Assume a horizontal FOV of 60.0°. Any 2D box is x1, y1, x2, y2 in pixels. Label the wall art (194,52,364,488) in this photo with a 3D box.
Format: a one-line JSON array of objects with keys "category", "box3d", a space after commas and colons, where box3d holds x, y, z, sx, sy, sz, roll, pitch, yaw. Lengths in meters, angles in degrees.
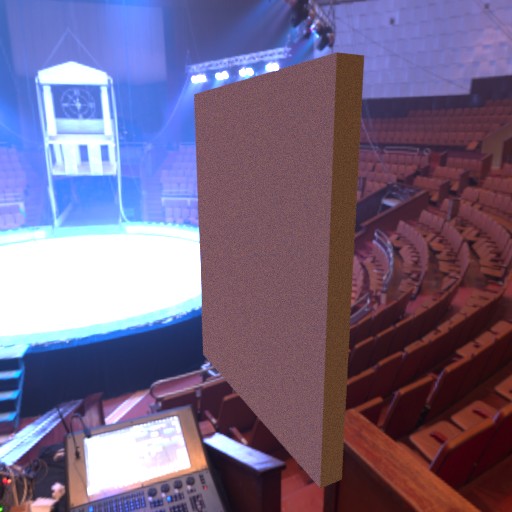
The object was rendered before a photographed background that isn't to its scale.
[{"category": "wall art", "box3d": [0.000, 0.000, 0.743, 0.039, 0.553, 0.451, -7, 16, -26]}]
